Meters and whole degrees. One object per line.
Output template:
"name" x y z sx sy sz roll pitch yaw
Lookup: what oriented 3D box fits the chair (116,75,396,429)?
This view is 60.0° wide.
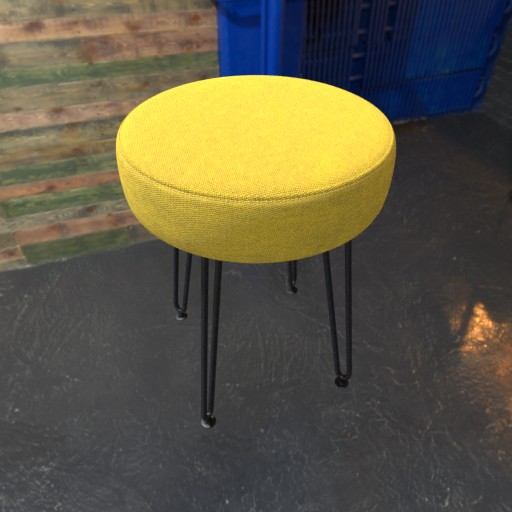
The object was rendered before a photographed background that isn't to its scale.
"chair" 0.000 0.000 0.687 0.345 0.455 0.345 -12 42 -13
